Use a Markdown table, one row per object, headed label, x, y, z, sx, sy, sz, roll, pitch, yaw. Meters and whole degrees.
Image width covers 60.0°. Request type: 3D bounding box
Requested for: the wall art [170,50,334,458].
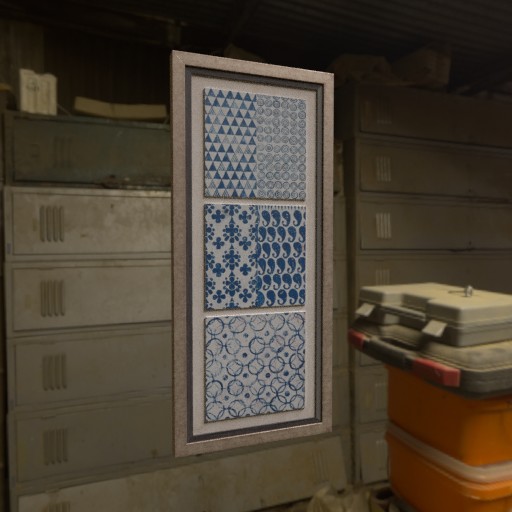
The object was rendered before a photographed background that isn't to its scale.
| label | x | y | z | sx | sy | sz | roll | pitch | yaw |
| --- | --- | --- | --- | --- | --- | --- | --- | --- | --- |
| wall art | 0.000 | 0.000 | 1.720 | 0.648 | 1.461 | 0.051 | -1 | 2 | -20 |
